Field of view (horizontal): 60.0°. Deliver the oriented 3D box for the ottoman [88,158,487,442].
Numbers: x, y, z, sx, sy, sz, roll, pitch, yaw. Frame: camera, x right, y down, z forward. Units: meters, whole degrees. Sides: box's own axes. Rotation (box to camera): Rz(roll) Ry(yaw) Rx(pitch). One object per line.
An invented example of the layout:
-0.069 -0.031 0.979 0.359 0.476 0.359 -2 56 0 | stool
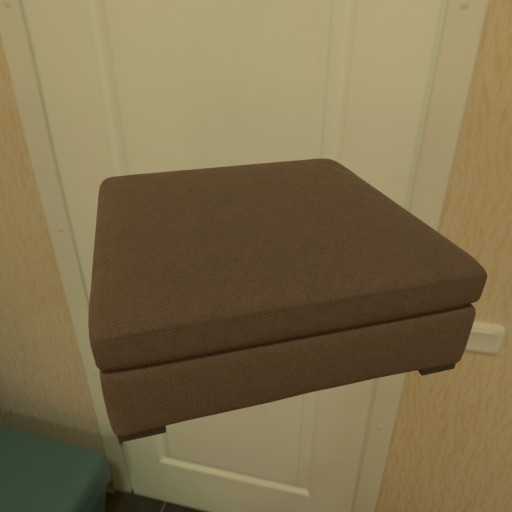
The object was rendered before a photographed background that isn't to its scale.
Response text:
0.000 0.000 1.774 1.181 0.470 1.181 -8 30 -13 | ottoman
